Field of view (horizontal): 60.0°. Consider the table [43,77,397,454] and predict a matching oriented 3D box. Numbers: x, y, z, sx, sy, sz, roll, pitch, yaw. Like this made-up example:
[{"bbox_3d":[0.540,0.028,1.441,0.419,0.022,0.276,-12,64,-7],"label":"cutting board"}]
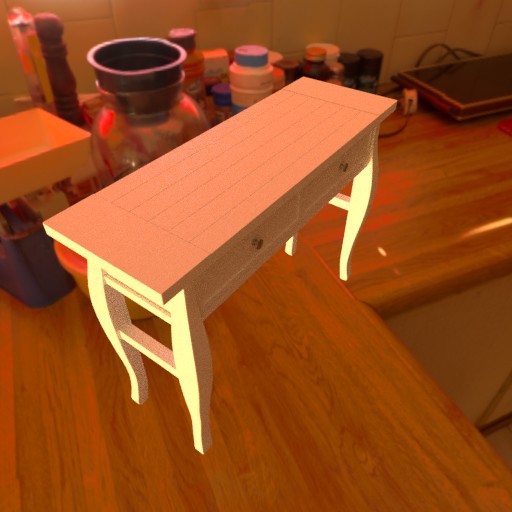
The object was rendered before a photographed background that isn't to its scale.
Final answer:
[{"bbox_3d":[0.000,0.000,1.444,0.373,0.768,1.062,26,48,26],"label":"table"}]
